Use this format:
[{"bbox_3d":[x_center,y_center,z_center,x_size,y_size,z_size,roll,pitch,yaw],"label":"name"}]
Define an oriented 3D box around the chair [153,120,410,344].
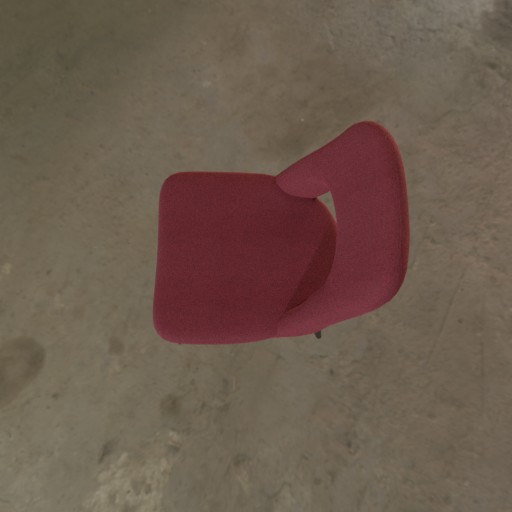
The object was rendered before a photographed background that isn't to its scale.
[{"bbox_3d":[0.000,0.000,1.229,0.569,0.892,0.483,0,76,0],"label":"chair"}]
